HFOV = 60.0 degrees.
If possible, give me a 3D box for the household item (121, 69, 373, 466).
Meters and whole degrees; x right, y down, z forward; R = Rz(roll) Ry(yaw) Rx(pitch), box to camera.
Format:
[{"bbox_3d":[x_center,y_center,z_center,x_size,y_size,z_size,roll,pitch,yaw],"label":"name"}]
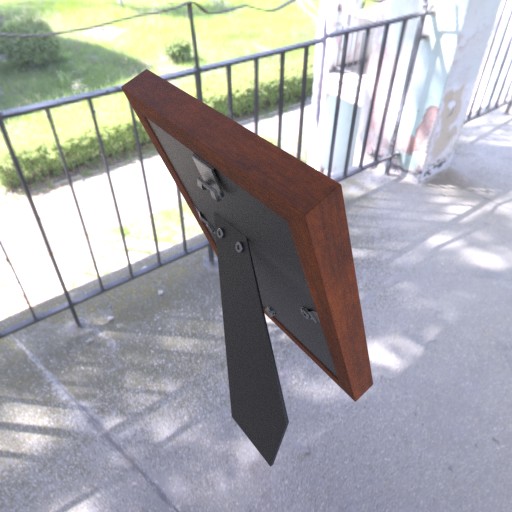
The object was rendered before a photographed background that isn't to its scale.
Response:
[{"bbox_3d":[0.000,0.000,0.290,0.096,0.204,0.160,-27,48,-27],"label":"household item"}]
